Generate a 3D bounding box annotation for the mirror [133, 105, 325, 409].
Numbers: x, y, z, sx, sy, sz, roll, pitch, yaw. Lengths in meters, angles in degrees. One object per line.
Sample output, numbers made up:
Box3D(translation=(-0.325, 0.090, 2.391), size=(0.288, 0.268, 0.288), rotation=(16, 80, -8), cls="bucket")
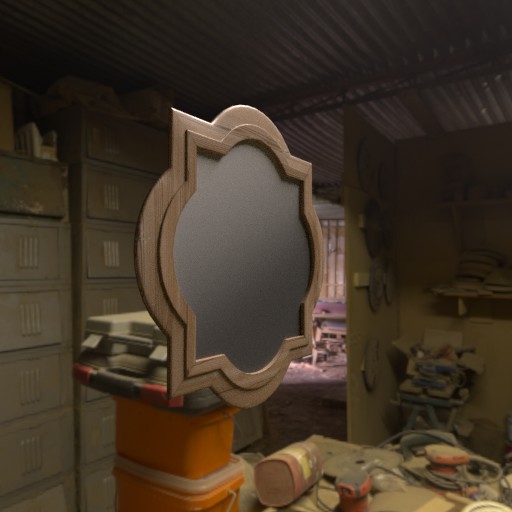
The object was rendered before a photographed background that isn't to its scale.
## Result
Box3D(translation=(0.000, 0.000, 1.047), size=(0.019, 0.686, 0.686), rotation=(-1, -2, 36), cls="mirror")
